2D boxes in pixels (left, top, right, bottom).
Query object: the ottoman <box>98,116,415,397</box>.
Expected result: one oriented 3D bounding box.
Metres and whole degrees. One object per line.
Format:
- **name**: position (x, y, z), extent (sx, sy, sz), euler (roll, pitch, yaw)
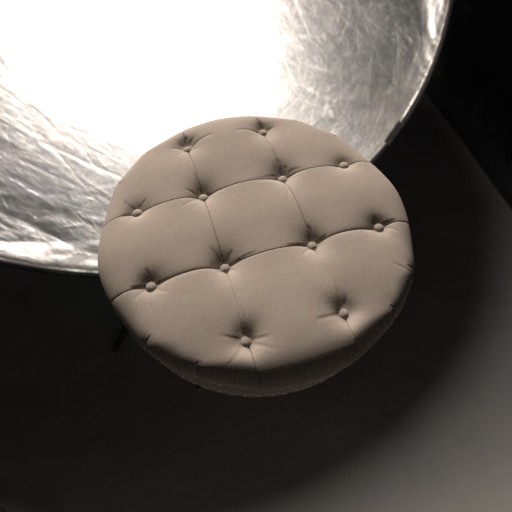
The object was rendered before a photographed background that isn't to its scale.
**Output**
- **ottoman**: position (0.000, 0.000, 1.382), extent (0.901, 0.439, 0.901), euler (0, 58, 0)
